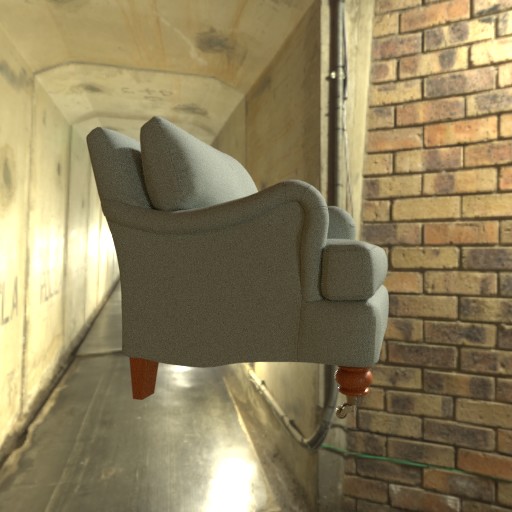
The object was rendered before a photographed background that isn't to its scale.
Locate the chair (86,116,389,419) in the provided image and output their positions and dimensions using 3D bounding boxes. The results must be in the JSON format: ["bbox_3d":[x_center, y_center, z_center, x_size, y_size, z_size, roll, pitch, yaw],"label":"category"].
[{"bbox_3d":[0.000,0.000,1.897,1.070,1.038,0.955,0,0,18],"label":"chair"}]
